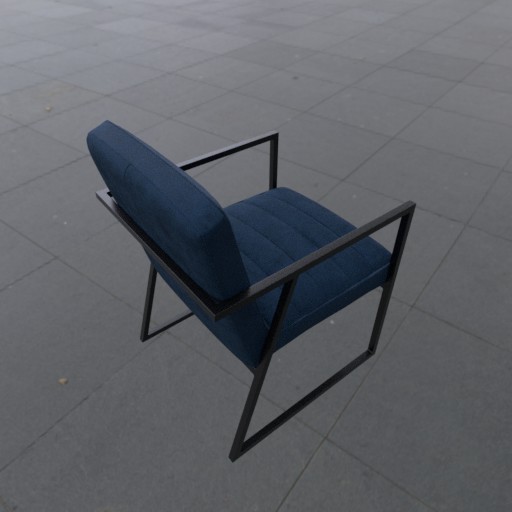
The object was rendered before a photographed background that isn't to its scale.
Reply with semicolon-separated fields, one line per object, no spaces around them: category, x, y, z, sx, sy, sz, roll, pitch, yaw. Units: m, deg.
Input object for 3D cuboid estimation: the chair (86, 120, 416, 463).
chair;0.000;0.000;1.304;0.677;0.833;0.571;-27;47;-28
